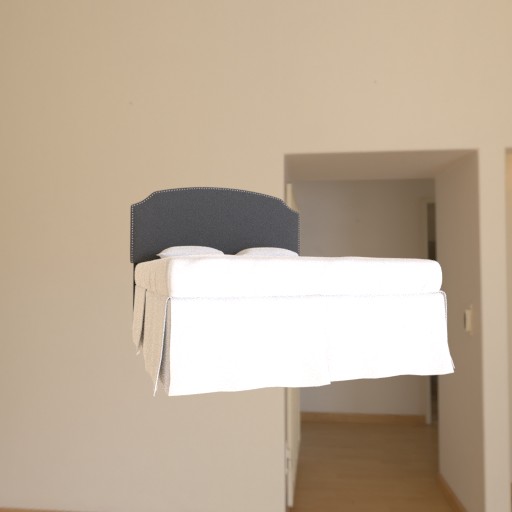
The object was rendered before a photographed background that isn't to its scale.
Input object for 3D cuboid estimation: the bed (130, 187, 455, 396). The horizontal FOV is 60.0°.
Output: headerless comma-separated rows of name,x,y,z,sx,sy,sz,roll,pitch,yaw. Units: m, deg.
bed,0.000,0.000,2.995,1.558,1.270,1.999,1,-2,-19
